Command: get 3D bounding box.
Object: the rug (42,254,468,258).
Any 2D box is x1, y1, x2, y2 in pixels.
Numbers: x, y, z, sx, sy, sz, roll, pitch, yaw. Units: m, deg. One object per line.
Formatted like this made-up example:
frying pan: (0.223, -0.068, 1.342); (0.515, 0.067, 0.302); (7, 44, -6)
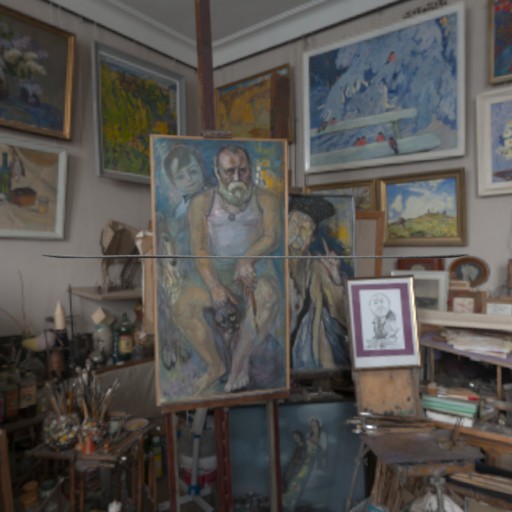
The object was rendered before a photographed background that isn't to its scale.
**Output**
rug: (0.000, 0.000, 3.883); (2.343, 0.026, 2.925); (0, 0, 0)
